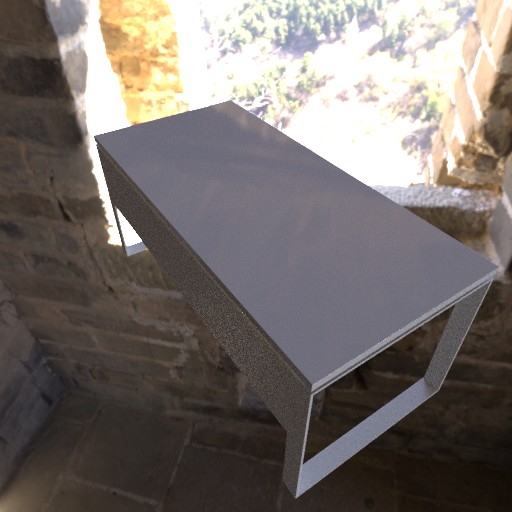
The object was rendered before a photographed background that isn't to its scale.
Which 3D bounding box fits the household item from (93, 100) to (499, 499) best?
[{"bbox_3d":[0.000,0.000,2.077,0.800,0.745,1.700,-24,46,-25],"label":"household item"}]
